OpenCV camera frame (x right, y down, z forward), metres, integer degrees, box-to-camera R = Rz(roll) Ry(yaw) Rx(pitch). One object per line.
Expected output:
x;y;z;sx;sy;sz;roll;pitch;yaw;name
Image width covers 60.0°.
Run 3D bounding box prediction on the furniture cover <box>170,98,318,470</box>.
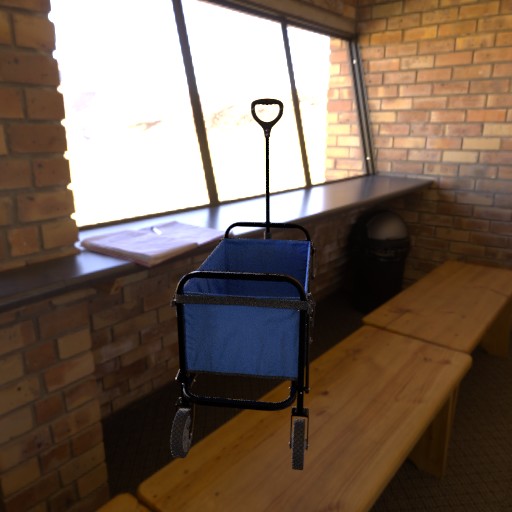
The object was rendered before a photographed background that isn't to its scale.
0.000;0.000;1.864;0.532;1.295;1.038;2;16;7;furniture cover
